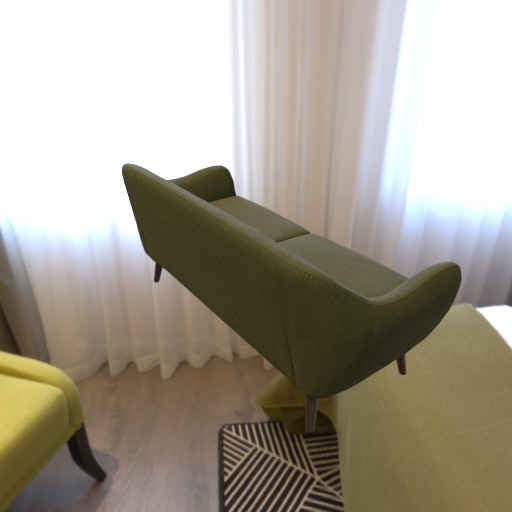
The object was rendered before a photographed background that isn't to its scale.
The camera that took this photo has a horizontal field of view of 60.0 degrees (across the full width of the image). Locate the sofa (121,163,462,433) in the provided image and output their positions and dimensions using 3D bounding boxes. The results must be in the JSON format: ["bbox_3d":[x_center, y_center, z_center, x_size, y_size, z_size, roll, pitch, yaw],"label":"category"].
[{"bbox_3d":[0.000,0.000,2.332,0.820,0.836,1.840,-18,32,-31],"label":"sofa"}]
